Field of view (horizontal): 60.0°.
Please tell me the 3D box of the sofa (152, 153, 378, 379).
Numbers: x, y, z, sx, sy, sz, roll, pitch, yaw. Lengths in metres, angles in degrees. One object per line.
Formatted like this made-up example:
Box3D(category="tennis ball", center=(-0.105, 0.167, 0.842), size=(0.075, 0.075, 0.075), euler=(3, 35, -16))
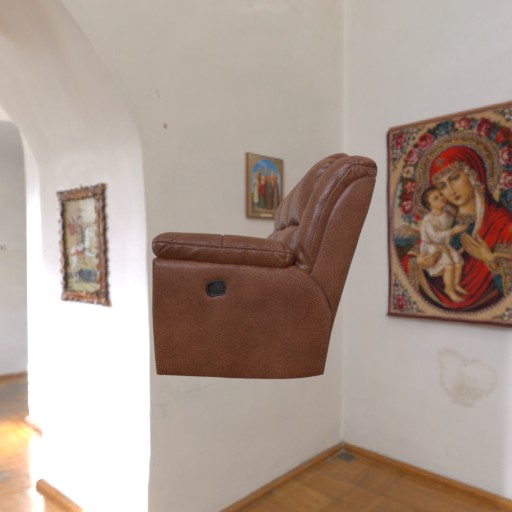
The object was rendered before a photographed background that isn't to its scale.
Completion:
Box3D(category="sofa", center=(0.000, 0.000, 2.947), size=(0.991, 1.043, 2.337), euler=(0, 2, -1))
